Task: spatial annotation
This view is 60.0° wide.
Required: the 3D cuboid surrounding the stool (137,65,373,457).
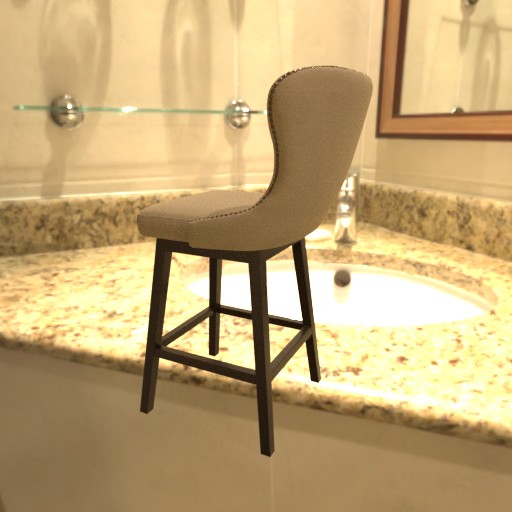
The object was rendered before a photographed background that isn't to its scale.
[{"bbox_3d":[0.000,0.000,1.295,0.593,0.971,0.528,8,18,25],"label":"stool"}]
